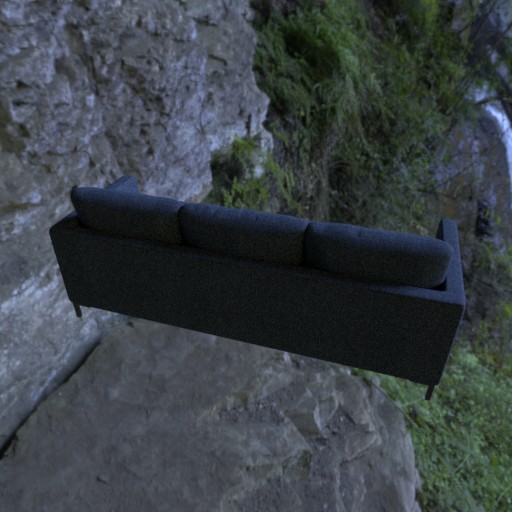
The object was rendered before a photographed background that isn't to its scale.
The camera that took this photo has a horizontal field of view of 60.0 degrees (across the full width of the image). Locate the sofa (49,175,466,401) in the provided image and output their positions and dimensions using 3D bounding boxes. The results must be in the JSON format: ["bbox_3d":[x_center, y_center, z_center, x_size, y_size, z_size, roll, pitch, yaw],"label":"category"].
[{"bbox_3d":[0.000,0.000,2.683,2.218,0.874,0.859,10,35,15],"label":"sofa"}]
